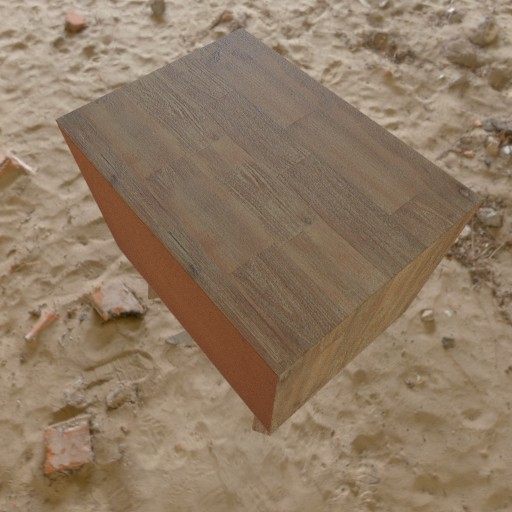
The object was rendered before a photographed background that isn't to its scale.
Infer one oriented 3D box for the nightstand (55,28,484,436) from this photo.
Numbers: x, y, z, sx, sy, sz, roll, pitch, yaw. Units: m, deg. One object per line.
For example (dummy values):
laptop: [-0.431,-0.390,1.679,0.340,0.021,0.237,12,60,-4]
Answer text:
nightstand: [0.000,0.000,0.933,0.396,0.589,0.552,-36,65,-20]
